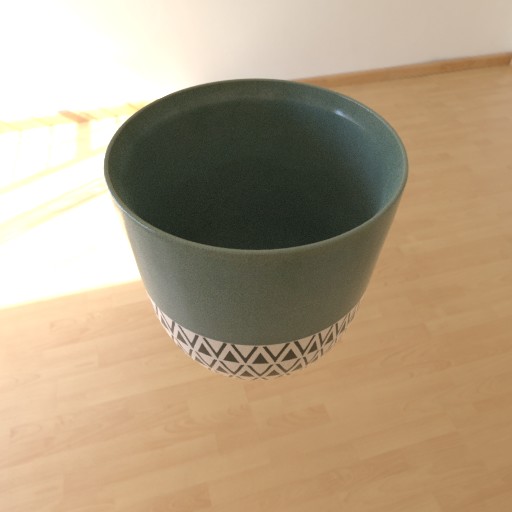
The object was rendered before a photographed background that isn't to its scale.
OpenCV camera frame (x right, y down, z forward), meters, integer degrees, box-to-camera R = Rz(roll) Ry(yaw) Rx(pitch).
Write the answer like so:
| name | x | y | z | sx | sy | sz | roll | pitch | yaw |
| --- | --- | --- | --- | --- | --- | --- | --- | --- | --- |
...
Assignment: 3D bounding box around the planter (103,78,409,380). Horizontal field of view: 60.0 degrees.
| name | x | y | z | sx | sy | sz | roll | pitch | yaw |
| --- | --- | --- | --- | --- | --- | --- | --- | --- | --- |
| planter | 0.000 | 0.000 | 0.372 | 0.198 | 0.214 | 0.198 | 0 | 47 | 0 |
